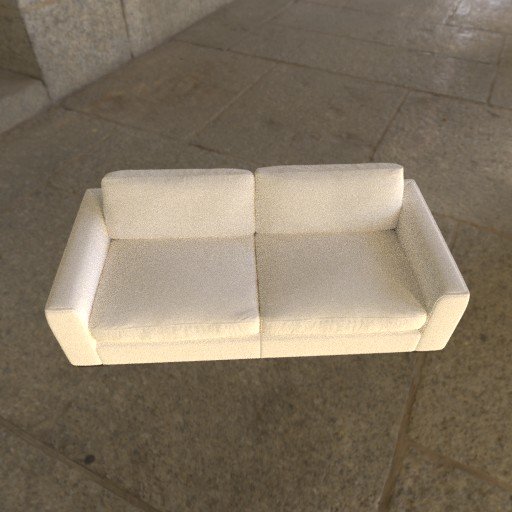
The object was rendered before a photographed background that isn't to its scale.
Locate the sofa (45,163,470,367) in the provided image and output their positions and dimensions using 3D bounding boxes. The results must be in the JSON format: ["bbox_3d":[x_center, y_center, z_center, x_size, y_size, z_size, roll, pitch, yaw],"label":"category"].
[{"bbox_3d":[0.000,0.000,2.757,2.262,0.801,1.070,-2,46,-2],"label":"sofa"}]
